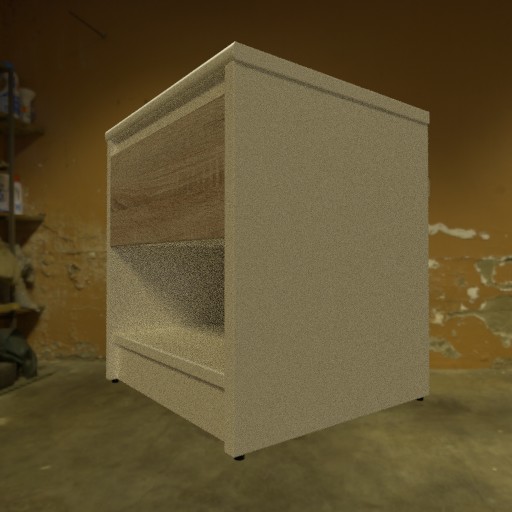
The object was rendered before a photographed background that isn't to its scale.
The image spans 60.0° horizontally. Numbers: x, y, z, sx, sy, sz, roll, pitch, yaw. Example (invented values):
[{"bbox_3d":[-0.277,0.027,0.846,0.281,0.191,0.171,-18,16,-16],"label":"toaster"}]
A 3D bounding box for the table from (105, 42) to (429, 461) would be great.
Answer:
[{"bbox_3d":[0.000,0.000,0.760,0.380,0.460,0.420,1,-1,-37],"label":"table"}]
